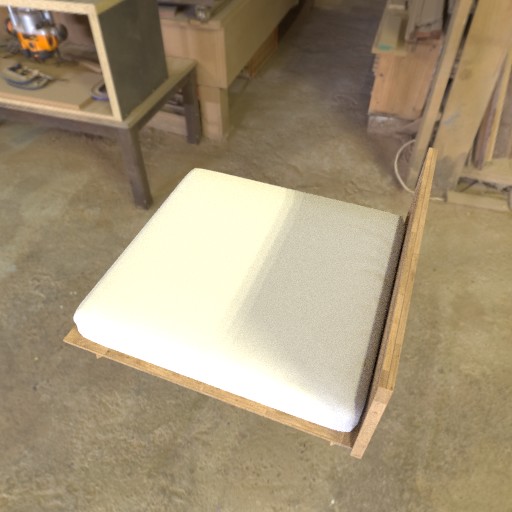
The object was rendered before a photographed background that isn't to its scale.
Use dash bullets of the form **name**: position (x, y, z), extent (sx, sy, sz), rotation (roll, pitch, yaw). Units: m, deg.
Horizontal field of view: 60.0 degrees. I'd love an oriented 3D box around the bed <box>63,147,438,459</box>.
- **bed**: position (0.000, 0.000, 3.356), extent (2.167, 1.100, 2.116), rotation (16, 48, 14)
